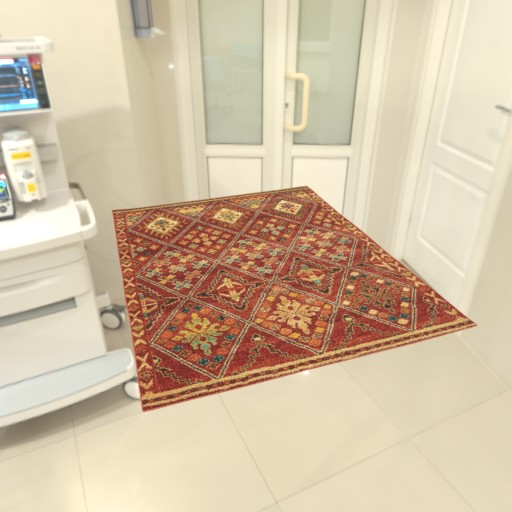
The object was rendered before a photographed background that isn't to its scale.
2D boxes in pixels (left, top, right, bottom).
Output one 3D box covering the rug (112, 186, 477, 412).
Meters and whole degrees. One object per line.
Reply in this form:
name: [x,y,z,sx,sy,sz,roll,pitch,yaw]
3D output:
rug: [0.000,0.000,4.248,2.489,0.030,3.086,-10,31,-16]
